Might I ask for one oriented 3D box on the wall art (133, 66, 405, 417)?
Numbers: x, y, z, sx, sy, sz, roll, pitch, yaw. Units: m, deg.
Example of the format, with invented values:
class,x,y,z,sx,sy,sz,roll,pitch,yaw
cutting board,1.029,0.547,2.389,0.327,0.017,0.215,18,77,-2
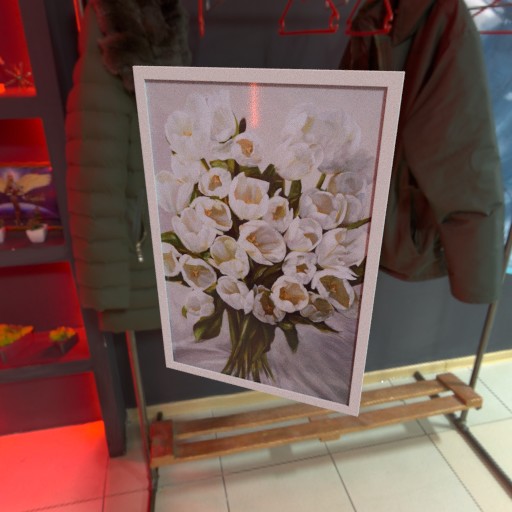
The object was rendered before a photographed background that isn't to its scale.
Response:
class,x,y,z,sx,sy,sz,roll,pitch,yaw
wall art,0.000,0.000,1.239,0.660,0.965,0.015,9,27,18
